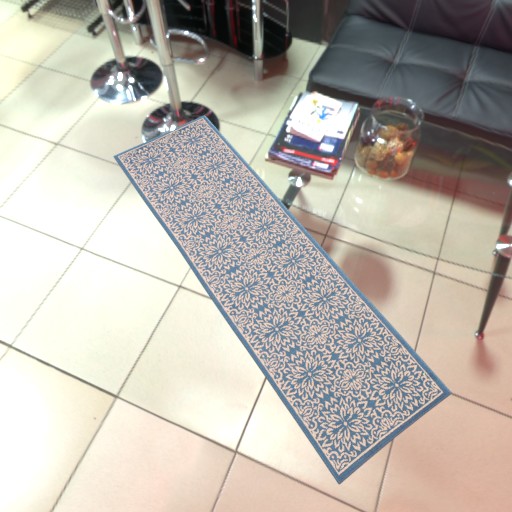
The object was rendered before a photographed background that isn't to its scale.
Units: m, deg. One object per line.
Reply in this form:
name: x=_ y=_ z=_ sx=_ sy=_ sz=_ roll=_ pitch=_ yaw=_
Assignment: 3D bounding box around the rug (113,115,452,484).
rug: x=0.000 y=0.000 z=2.381 sx=0.662 sy=0.011 sz=2.196 roll=-30 pitch=63 yaw=-17
